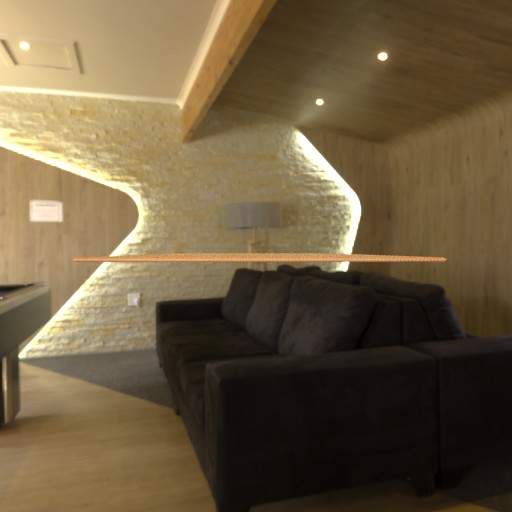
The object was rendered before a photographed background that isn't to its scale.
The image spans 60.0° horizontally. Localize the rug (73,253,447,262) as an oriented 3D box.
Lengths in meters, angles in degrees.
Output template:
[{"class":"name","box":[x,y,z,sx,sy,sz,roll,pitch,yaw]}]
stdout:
[{"class":"rug","box":[0.000,0.000,2.094,1.078,0.013,1.678,0,1,-1]}]
